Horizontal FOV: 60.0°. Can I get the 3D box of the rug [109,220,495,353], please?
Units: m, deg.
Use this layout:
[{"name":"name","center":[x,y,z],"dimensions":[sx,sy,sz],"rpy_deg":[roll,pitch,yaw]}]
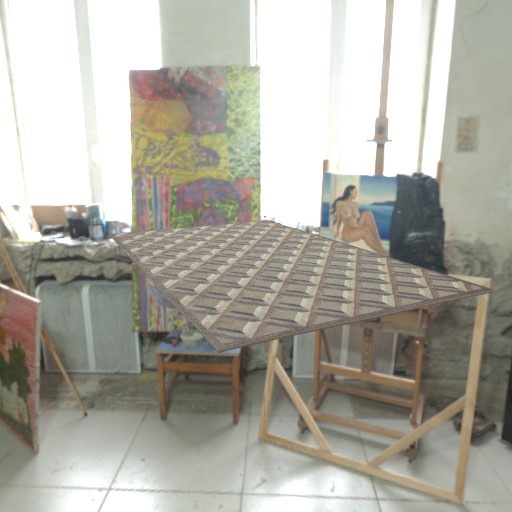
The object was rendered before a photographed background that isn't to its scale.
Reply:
[{"name":"rug","center":[0.000,0.000,2.072],"dimensions":[1.066,0.011,1.677],"rpy_deg":[-7,16,-26]}]
